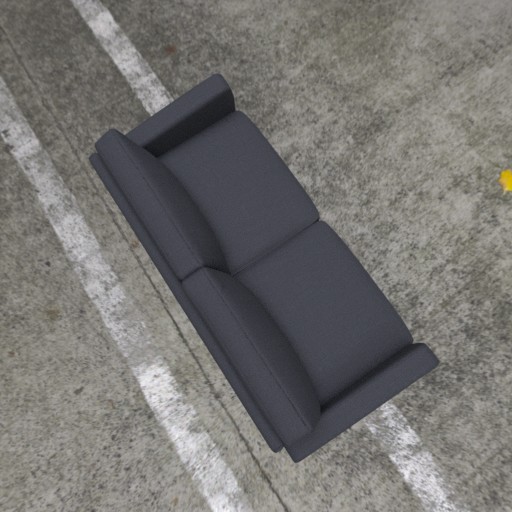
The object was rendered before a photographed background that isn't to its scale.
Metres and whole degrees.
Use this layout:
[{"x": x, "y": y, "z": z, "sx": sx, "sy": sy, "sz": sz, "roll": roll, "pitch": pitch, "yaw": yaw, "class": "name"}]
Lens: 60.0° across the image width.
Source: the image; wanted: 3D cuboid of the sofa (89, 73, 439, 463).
[{"x": 0.000, "y": 0.000, "z": 2.312, "sx": 0.898, "sy": 0.839, "sz": 1.852, "roll": -33, "pitch": 77, "yaw": -9, "class": "sofa"}]
